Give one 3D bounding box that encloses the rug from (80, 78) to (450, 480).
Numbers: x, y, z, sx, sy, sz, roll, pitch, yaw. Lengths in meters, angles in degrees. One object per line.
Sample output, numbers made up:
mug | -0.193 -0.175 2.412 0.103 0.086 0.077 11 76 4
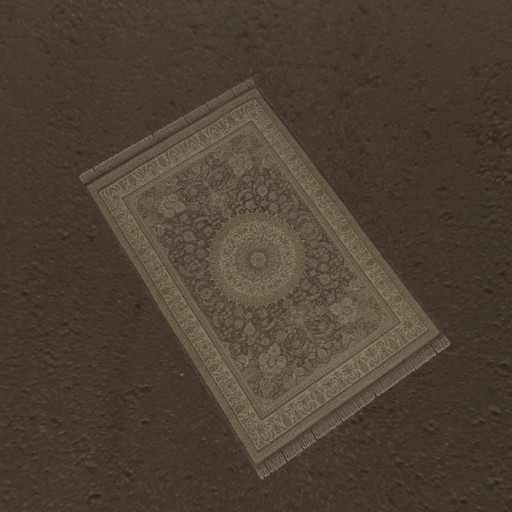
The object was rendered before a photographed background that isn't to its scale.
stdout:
rug | 0.000 0.000 3.102 1.528 0.010 2.440 -32 78 -8
